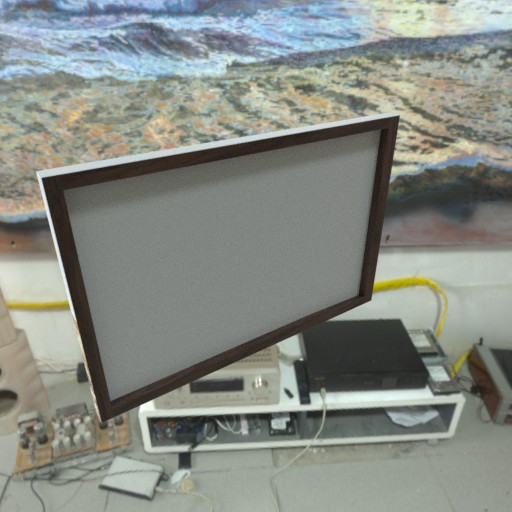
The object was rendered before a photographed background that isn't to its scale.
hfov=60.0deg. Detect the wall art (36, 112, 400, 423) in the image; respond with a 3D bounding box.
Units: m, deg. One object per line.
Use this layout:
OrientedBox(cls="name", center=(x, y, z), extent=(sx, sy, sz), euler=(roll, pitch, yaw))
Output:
OrientedBox(cls="wall art", center=(0.000, 0.000, 1.425), extent=(1.138, 0.761, 0.051), euler=(-18, 34, -29))
